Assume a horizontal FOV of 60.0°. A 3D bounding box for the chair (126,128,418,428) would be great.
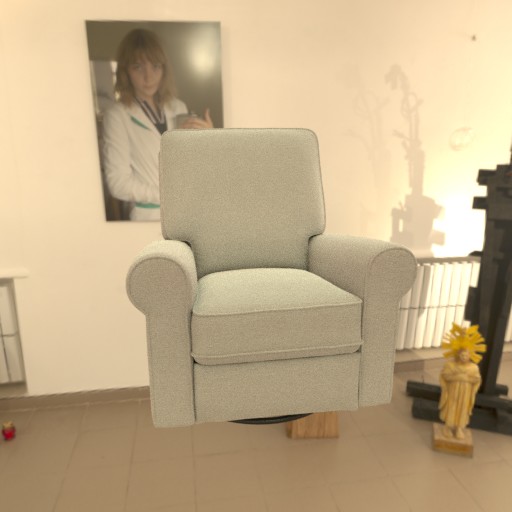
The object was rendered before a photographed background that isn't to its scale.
[{"bbox_3d":[0.000,0.000,1.697,0.890,0.960,0.878,-3,15,-10],"label":"chair"}]
